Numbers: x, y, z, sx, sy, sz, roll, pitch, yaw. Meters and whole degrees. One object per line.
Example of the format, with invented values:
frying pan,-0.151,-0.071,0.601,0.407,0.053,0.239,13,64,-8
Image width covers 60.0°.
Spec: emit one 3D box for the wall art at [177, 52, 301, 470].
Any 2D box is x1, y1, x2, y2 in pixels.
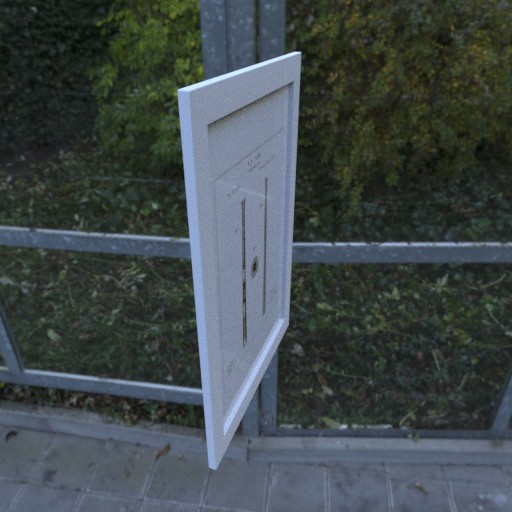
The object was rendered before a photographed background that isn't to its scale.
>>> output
wall art,0.000,0.000,0.607,0.011,0.482,0.329,11,32,18
